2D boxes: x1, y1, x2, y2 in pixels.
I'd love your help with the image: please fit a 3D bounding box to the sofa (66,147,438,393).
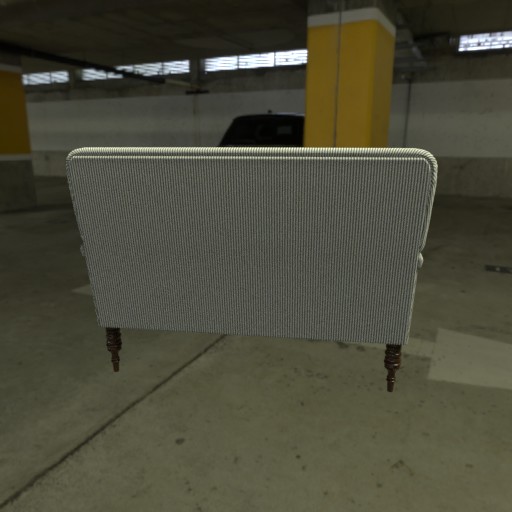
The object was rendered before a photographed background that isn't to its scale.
[{"bbox_3d":[0.000,0.000,1.849,1.297,0.889,0.779,2,15,8],"label":"sofa"}]
